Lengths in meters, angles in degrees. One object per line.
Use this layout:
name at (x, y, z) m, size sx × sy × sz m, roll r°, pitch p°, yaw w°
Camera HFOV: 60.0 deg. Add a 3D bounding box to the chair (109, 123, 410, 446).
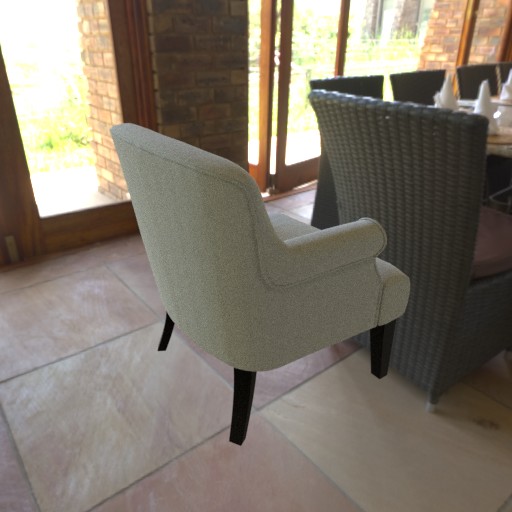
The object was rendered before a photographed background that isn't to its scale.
chair at (0.000, 0.000, 1.482) m, size 0.750 × 0.875 × 0.781 m, roll -17°, pitch 31°, yaw -31°
